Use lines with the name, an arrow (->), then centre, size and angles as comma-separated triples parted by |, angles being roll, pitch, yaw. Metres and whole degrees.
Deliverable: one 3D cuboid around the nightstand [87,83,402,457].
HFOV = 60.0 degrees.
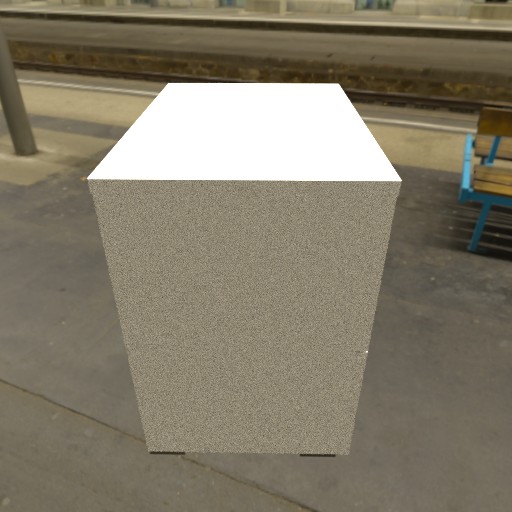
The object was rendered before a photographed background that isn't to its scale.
nightstand -> 0.000, 0.000, 0.744 | 0.325, 0.460, 0.441 | 1, 33, 1
